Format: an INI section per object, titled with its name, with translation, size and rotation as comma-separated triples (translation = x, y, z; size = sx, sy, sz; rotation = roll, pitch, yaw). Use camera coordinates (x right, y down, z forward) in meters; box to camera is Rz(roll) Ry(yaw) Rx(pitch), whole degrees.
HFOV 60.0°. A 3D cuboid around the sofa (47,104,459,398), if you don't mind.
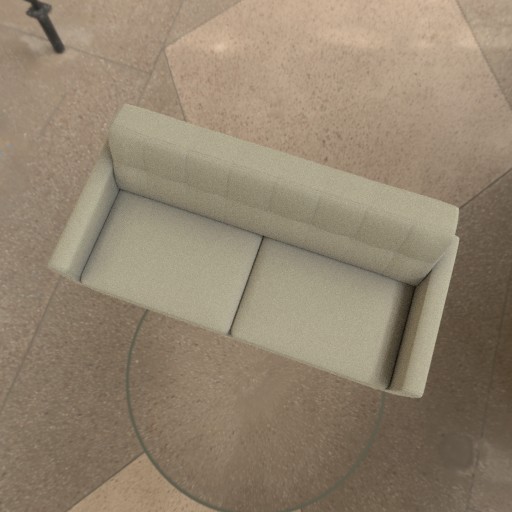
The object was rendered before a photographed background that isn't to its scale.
[sofa]
translation = 0.000, 0.000, 2.619
size = 2.137, 0.892, 0.980
rotation = 18, 76, 5
